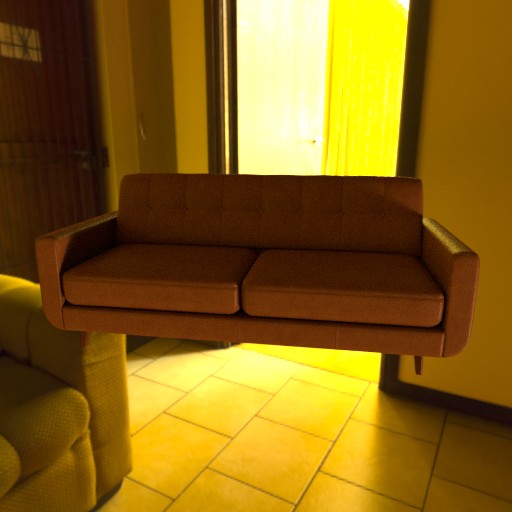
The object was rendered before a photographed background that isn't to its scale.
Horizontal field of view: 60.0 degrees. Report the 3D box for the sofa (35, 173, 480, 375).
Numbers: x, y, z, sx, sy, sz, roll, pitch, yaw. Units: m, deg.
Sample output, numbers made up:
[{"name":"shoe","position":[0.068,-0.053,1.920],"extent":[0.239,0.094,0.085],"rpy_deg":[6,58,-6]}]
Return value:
[{"name":"sofa","position":[0.000,0.000,2.570],"extent":[2.137,0.892,0.980],"rpy_deg":[2,15,9]}]
